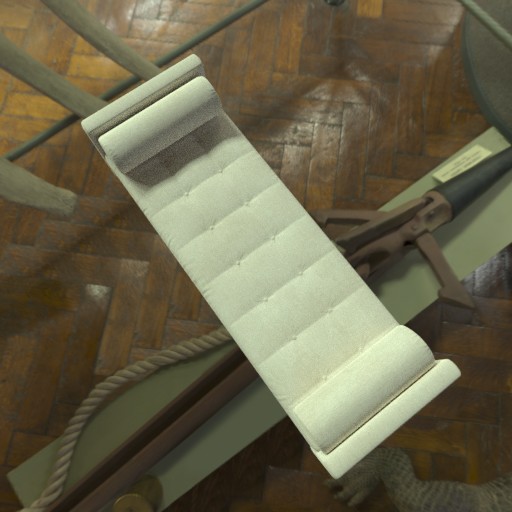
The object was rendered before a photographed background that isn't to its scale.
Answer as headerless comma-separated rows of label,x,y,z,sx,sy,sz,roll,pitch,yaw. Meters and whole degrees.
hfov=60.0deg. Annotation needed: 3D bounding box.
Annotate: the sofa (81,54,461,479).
sofa,0.000,0.000,2.284,0.686,0.635,1.981,-35,77,-9
